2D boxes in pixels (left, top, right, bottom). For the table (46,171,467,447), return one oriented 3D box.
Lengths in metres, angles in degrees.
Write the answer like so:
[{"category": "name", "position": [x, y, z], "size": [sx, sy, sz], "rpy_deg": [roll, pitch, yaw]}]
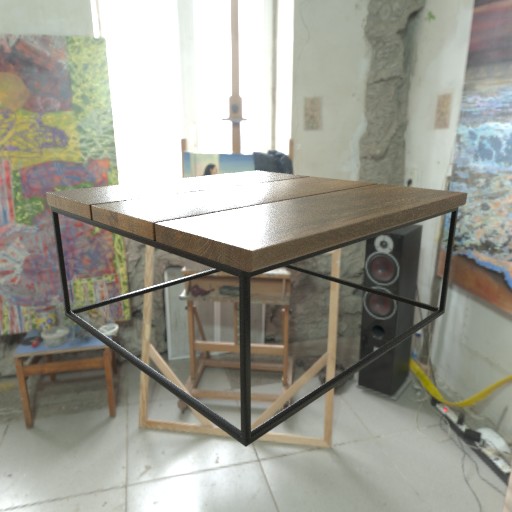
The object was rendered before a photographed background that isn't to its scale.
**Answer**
[{"category": "table", "position": [0.000, 0.000, 1.396], "size": [0.900, 0.400, 0.900], "rpy_deg": [-16, 23, -42]}]
